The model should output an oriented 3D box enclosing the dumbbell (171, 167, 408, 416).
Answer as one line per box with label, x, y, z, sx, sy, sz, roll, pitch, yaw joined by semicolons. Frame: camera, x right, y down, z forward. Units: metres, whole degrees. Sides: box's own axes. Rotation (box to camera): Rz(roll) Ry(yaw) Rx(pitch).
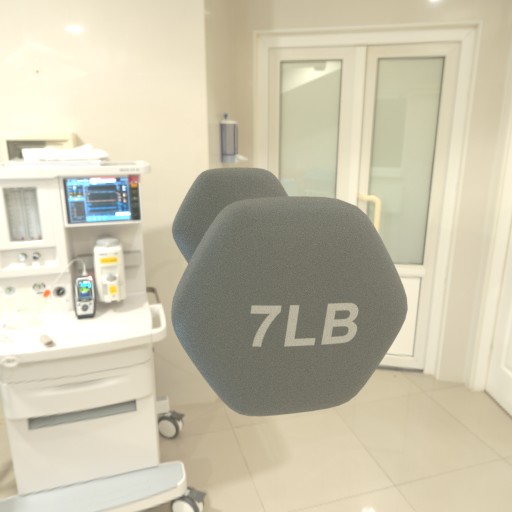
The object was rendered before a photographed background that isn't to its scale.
dumbbell;0.000;0.000;0.235;0.090;0.081;0.184;-3;16;-9
